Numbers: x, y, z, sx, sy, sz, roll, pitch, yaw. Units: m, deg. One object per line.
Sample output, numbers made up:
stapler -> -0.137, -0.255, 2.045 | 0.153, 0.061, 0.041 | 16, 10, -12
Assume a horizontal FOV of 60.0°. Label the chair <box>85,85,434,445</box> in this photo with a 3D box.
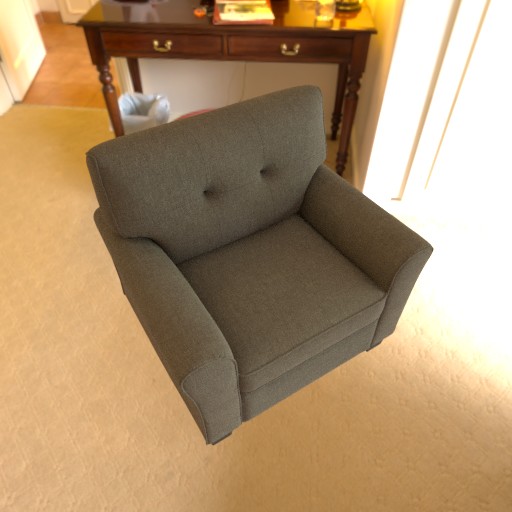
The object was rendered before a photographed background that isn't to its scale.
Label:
chair -> 0.000, 0.000, 1.621 | 0.941, 0.890, 0.816 | -24, 50, -22
